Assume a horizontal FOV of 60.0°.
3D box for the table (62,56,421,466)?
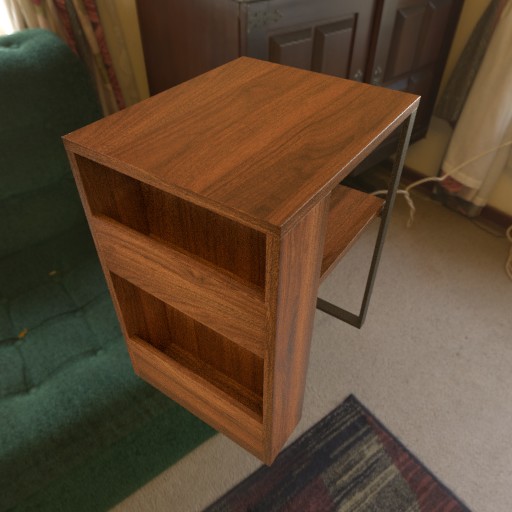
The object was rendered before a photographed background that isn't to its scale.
[{"bbox_3d":[0.000,0.000,1.571,0.660,1.041,0.786,25,47,25],"label":"table"}]
